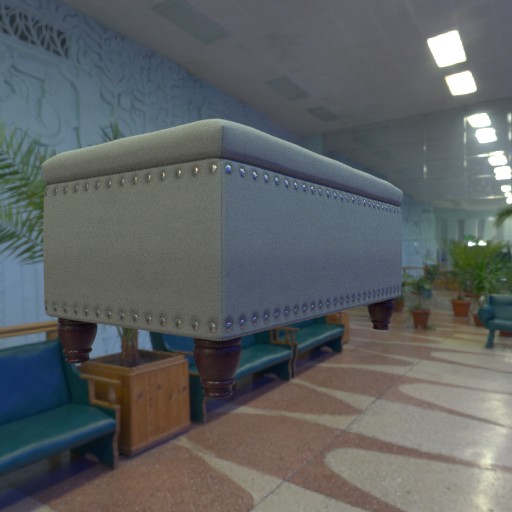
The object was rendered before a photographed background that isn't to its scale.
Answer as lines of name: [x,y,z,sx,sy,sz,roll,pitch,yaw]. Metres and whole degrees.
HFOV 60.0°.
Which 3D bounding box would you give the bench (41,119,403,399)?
bench: [0.000,0.000,1.155,0.500,0.449,0.887,0,0,35]
